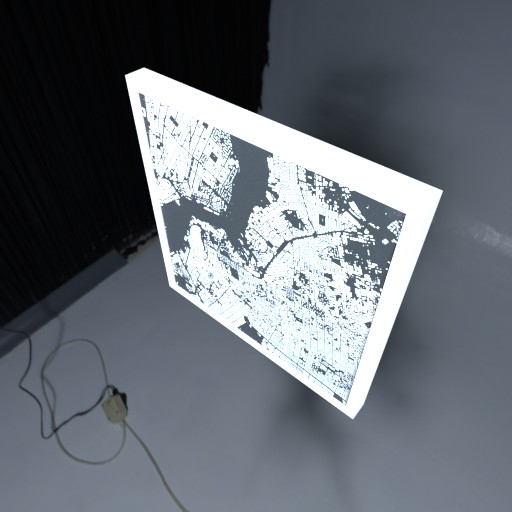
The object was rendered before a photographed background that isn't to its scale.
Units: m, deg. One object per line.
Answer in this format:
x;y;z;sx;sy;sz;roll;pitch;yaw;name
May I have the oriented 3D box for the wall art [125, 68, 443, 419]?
0.000;0.000;0.771;0.506;0.506;0.038;31;53;27;wall art
